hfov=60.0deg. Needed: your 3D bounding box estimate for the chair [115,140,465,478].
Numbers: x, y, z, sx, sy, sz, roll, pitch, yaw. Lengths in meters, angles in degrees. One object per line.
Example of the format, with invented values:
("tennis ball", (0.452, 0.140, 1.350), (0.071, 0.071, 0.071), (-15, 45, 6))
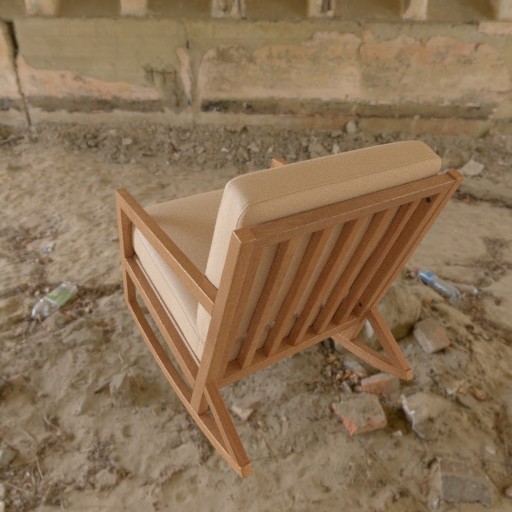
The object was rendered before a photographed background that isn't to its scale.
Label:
("chair", (0.000, 0.000, 1.367), (0.622, 0.790, 0.857), (-18, 34, -29))
